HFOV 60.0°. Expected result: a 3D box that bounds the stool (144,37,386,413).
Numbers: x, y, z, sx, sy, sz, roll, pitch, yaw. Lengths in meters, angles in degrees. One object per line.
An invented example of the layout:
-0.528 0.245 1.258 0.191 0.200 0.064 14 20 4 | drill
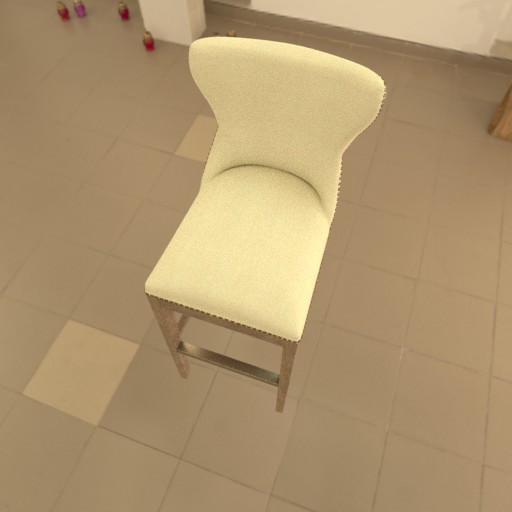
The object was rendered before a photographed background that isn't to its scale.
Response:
0.000 0.000 1.404 0.494 1.123 0.606 16 59 10 | stool
